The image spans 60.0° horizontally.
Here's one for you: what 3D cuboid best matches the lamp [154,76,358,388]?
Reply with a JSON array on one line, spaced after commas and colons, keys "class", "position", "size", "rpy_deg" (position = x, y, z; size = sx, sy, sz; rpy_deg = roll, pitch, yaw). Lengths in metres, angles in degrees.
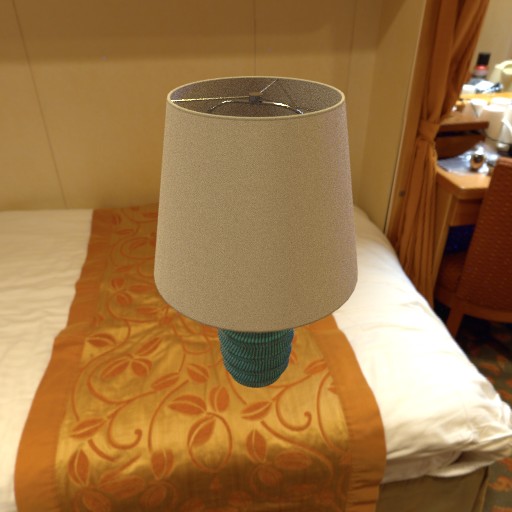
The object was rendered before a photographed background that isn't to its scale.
[{"class": "lamp", "position": [0.000, 0.000, 0.556], "size": [0.254, 0.392, 0.254], "rpy_deg": [0, 33, 0]}]
